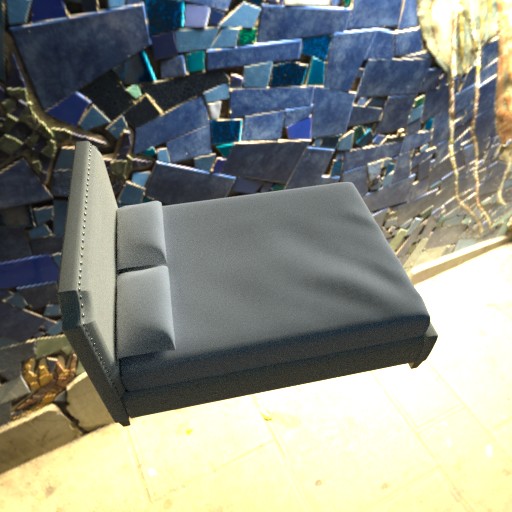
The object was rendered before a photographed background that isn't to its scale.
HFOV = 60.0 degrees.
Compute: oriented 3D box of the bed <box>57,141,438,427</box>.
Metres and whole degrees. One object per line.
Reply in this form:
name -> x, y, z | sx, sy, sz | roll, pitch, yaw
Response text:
bed -> 0.000, 0.000, 3.425 | 2.381, 1.457, 1.713 | -9, 47, -8
